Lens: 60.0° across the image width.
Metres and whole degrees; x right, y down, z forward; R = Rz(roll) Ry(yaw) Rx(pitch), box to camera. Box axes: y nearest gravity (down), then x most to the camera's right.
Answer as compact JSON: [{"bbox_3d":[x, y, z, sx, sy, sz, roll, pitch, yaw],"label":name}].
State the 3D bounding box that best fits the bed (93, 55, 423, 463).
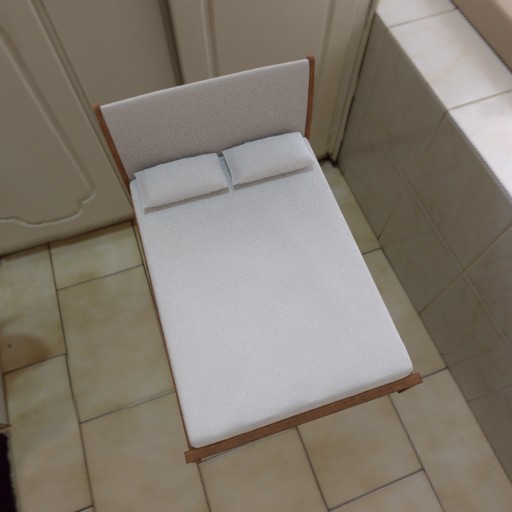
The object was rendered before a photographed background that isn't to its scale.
[{"bbox_3d":[0.000,0.000,2.906,1.502,1.135,2.108,-16,65,-8],"label":"bed"}]
